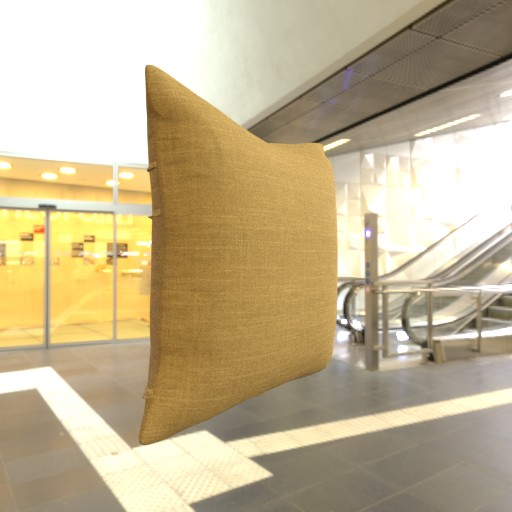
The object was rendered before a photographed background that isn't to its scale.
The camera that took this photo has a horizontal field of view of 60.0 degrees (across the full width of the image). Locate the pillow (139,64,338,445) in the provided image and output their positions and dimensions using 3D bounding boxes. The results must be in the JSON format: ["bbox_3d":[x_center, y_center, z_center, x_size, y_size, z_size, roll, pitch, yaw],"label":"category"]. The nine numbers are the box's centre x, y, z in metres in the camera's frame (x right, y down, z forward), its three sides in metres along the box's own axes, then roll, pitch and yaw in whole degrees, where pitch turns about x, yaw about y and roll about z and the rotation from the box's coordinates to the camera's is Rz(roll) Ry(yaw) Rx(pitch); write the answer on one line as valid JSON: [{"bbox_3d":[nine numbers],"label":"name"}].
[{"bbox_3d":[0.000,0.000,0.628,0.169,0.400,0.424,0,-1,35],"label":"pillow"}]
